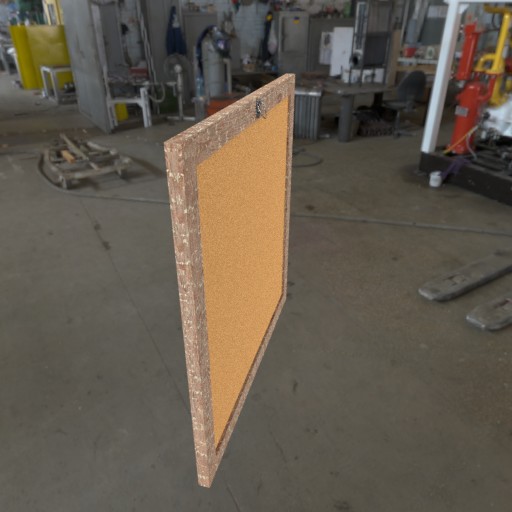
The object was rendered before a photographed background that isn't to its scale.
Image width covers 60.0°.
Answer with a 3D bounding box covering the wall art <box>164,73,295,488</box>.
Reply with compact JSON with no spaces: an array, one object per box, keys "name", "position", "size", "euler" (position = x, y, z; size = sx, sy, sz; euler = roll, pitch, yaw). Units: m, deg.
[{"name":"wall art","position":[0.000,0.000,0.555],"size":[0.022,0.380,0.380],"euler":[8,30,14]}]
